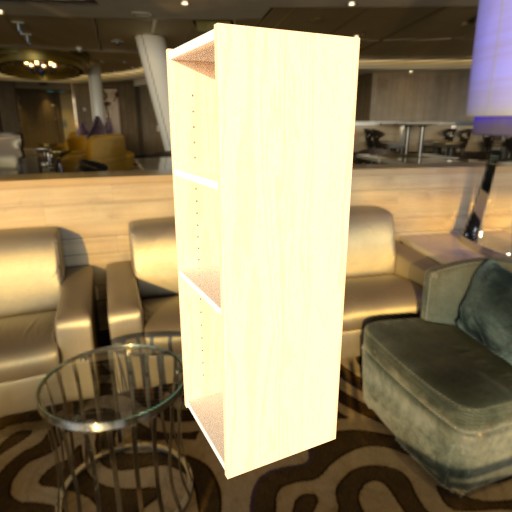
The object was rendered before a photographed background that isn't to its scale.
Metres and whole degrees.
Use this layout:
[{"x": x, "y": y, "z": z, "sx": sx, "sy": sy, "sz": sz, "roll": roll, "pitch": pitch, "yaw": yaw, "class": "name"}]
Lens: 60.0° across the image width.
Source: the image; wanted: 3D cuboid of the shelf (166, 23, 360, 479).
[{"x": 0.000, "y": 0.000, "z": 1.031, "sx": 0.290, "sy": 0.900, "sz": 0.300, "roll": -8, "pitch": 18, "yaw": -25, "class": "shelf"}]
